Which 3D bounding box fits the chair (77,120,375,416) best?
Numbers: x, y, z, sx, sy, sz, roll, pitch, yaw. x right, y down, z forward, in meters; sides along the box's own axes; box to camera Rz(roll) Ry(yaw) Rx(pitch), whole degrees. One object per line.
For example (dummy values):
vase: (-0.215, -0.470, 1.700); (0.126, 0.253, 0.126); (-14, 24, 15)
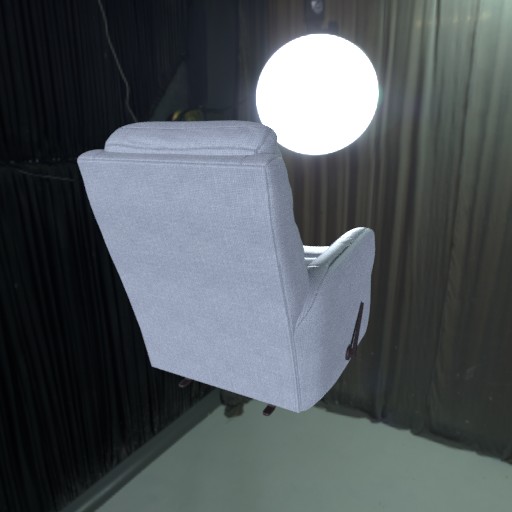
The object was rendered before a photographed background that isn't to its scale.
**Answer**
chair: (0.000, 0.000, 1.793); (0.829, 1.030, 1.080); (9, 18, 28)
